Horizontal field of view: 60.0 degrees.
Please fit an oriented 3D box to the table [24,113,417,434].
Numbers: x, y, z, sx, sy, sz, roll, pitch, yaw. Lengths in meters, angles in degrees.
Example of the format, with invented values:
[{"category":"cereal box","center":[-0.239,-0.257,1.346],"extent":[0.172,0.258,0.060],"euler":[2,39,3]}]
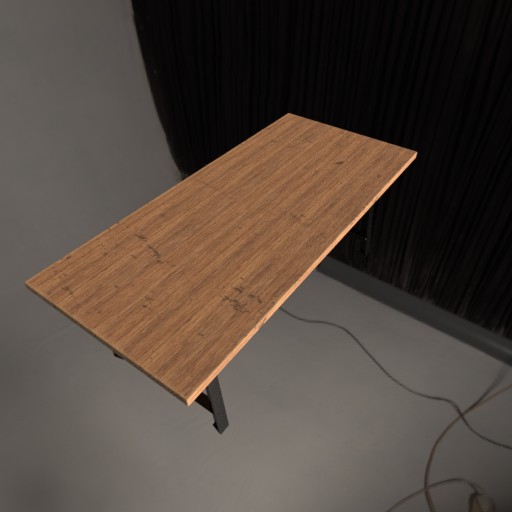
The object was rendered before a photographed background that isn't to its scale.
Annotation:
[{"category":"table","center":[0.000,0.000,2.699],"extent":[1.000,0.757,2.200],"euler":[26,48,26]}]
